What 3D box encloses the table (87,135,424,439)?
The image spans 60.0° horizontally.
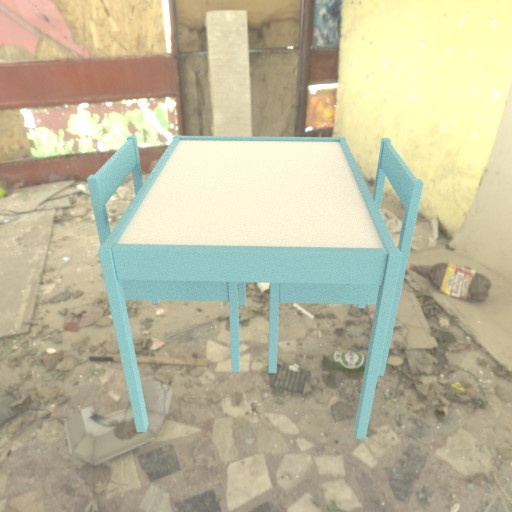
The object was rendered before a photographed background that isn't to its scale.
[{"bbox_3d":[0.000,0.000,1.078,0.633,0.503,0.639,1,31,2],"label":"table"}]
